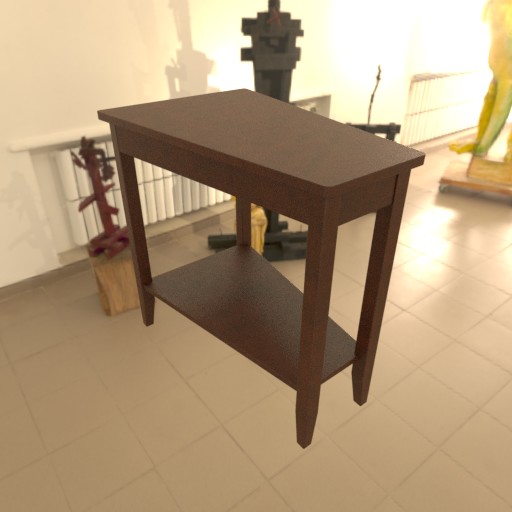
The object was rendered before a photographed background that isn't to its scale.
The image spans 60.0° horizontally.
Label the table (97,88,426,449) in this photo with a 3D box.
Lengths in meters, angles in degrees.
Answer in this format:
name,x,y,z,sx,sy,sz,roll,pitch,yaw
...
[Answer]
name,x,y,z,sx,sy,sz,roll,pitch,yaw
table,0.000,0.000,1.005,0.399,0.589,0.605,-22,38,-32
